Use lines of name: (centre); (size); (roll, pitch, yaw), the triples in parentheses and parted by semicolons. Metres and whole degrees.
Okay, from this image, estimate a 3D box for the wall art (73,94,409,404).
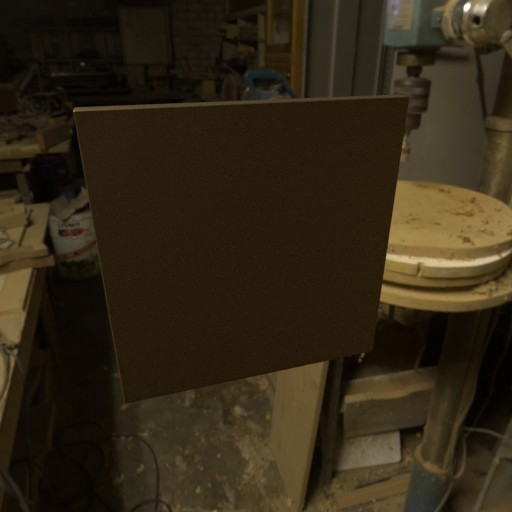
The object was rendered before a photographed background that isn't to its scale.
wall art: (0.000, 0.000, 0.764); (0.503, 0.506, 0.030); (-8, 27, -15)
